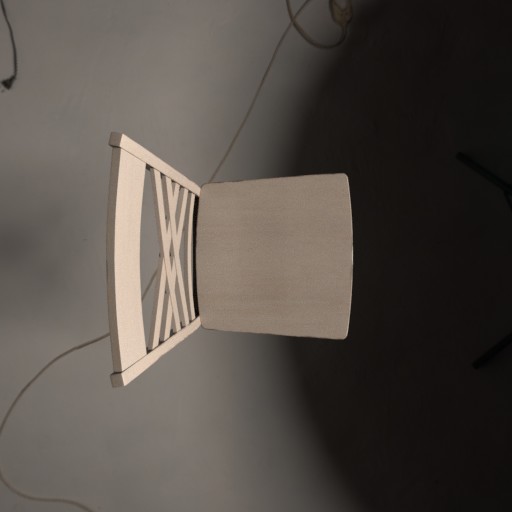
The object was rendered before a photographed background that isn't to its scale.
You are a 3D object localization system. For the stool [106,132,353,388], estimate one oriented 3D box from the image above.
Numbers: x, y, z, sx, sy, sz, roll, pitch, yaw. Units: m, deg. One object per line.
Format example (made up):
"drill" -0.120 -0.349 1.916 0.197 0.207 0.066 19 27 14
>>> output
"stool" 0.000 0.000 1.330 0.539 1.079 0.462 0 91 0
